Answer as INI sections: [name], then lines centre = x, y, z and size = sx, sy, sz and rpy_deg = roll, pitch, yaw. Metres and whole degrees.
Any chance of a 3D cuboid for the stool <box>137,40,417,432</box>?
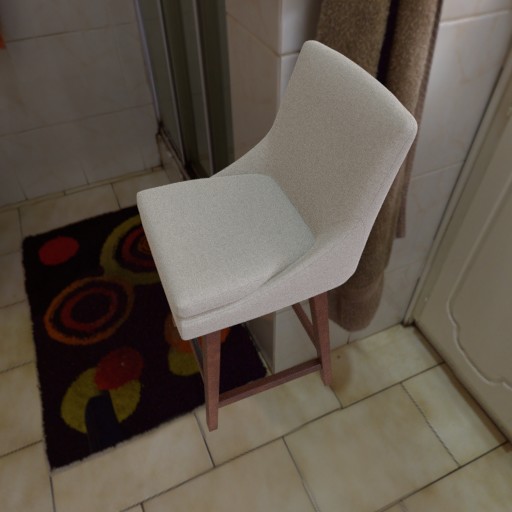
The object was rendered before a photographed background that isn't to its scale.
[stool]
centre = 0.000, 0.000, 1.278
size = 0.559, 0.991, 0.469
rpy_deg = -17, 49, -15
